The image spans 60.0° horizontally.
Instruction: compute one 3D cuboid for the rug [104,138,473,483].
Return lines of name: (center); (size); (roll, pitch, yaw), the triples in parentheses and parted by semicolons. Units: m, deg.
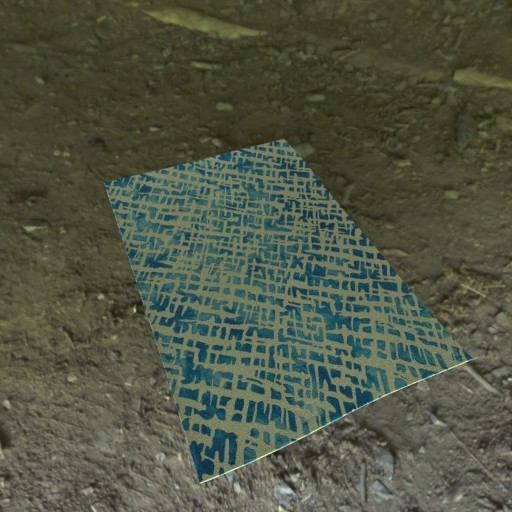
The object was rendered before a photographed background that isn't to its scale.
rug: (0.000, 0.000, 2.264); (1.209, 0.011, 1.830); (-18, 50, -16)
